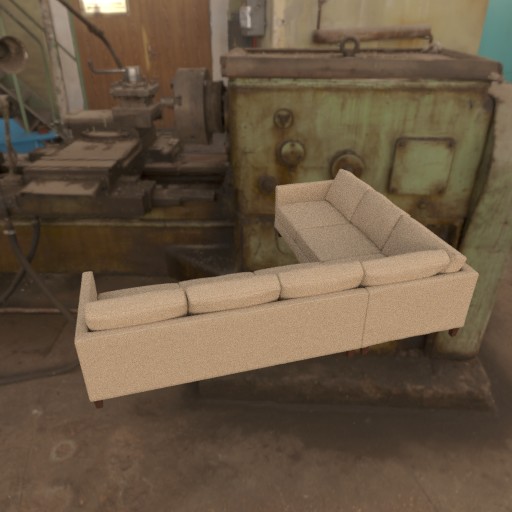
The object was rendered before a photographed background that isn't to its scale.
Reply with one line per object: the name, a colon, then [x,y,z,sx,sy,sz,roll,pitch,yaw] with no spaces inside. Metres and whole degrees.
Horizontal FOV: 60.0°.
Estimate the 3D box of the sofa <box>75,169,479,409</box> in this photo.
sofa: [0.000,0.000,4.415,3.182,0.863,2.432,-8,30,-14]
